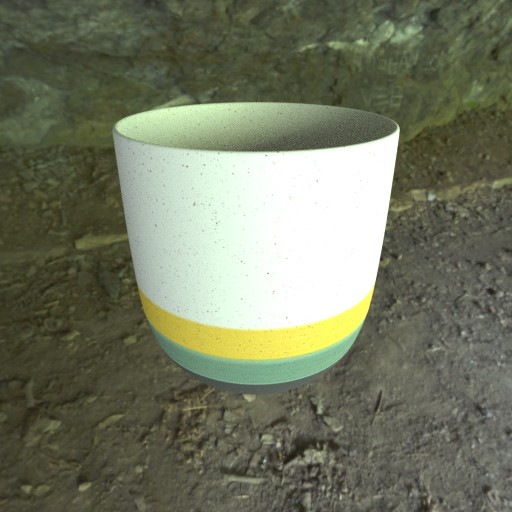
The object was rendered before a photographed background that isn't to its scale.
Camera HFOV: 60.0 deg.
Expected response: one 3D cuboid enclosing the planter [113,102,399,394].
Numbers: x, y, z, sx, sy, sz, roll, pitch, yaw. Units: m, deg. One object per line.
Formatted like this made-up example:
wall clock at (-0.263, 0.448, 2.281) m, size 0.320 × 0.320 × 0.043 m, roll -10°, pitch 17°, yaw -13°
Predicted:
planter at (0.000, 0.000, 0.360) m, size 0.195 × 0.214 × 0.195 m, roll 0°, pitch 26°, yaw 0°
